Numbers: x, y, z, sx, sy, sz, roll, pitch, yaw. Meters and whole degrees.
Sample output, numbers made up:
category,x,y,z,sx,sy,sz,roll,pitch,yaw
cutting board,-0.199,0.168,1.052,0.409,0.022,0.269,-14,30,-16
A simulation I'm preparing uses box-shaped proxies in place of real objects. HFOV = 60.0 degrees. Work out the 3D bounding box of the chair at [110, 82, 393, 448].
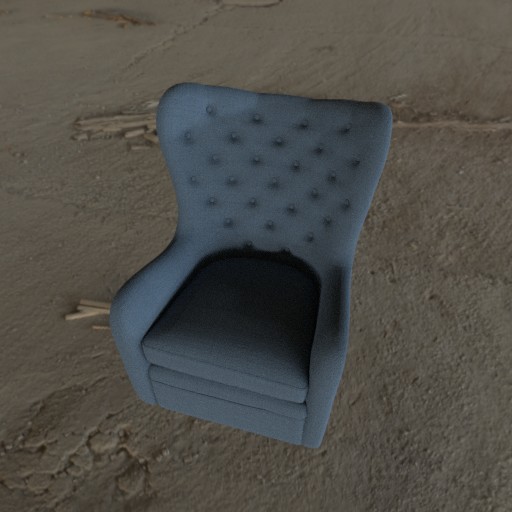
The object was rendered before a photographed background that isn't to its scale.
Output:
category,x,y,z,sx,sy,sz,roll,pitch,yaw
chair,0.000,0.000,1.742,0.831,1.079,0.930,10,42,12
